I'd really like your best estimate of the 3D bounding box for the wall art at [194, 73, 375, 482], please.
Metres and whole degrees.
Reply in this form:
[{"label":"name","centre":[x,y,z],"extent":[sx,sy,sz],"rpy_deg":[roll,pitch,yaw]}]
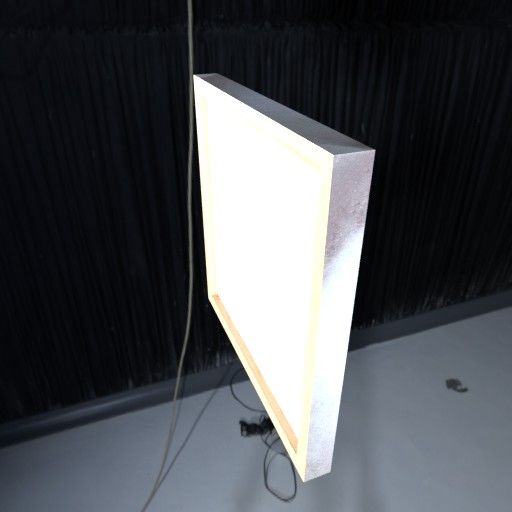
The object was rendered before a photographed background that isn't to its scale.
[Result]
[{"label":"wall art","centre":[0.000,0.000,0.449],"extent":[0.028,0.303,0.303],"rpy_deg":[-11,33,-19]}]
